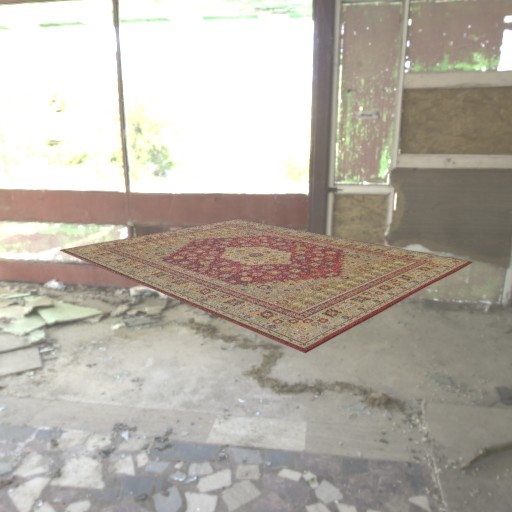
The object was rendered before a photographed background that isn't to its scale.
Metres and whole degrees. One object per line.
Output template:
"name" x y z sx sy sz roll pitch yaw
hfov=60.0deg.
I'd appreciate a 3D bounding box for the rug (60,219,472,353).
"rug" 0.000 0.000 4.133 3.053 0.013 2.387 14 21 43
